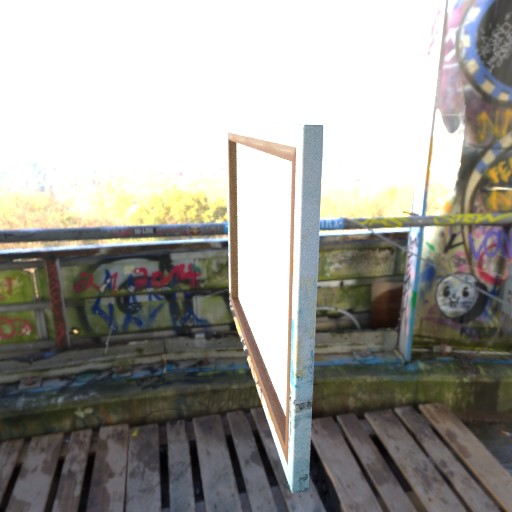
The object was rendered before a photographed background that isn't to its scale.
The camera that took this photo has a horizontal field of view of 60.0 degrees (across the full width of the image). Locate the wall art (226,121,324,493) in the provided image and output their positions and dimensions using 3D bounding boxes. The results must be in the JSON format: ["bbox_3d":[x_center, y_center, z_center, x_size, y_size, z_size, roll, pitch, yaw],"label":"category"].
[{"bbox_3d":[0.000,0.000,1.319,0.038,0.762,1.016,-3,17,-10],"label":"wall art"}]
